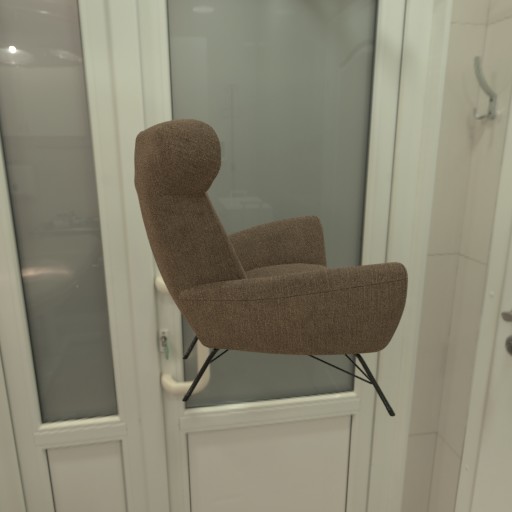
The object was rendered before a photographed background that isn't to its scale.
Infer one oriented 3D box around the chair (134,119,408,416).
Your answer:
[{"bbox_3d":[0.000,0.000,1.779,0.900,1.040,0.980,-3,15,-10],"label":"chair"}]
